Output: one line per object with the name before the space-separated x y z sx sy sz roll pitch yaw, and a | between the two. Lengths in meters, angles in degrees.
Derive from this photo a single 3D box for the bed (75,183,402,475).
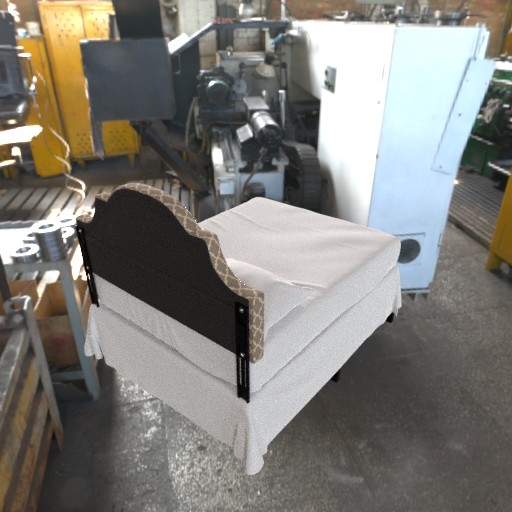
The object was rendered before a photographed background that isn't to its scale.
bed | 0.000 0.000 3.422 1.780 1.633 2.222 21 35 34
